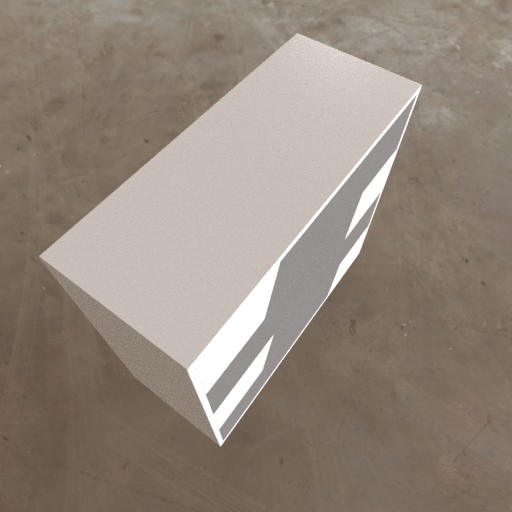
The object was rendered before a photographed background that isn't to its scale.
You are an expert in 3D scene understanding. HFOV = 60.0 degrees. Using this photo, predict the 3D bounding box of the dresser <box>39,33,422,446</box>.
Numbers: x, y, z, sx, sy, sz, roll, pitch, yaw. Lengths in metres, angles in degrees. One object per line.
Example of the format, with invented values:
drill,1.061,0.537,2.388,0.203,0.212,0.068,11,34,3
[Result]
dresser,0.000,0.000,1.623,0.460,1.000,1.100,32,64,18
